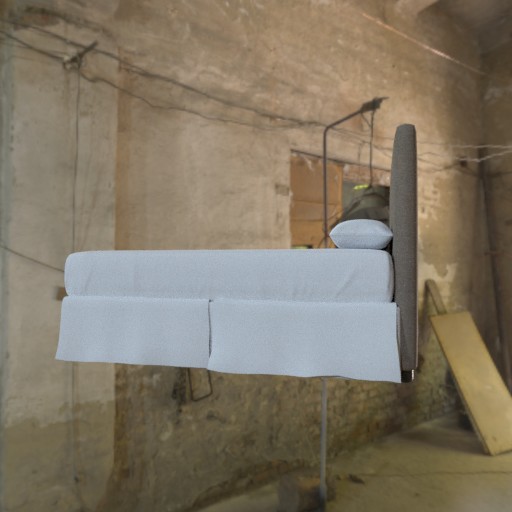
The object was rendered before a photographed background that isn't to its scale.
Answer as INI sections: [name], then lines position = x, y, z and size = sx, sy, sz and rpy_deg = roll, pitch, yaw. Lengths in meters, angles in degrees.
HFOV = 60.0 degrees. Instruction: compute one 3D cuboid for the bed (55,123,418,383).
[bed]
position = 0.000, 0.000, 3.245
size = 2.142, 1.330, 1.723
rpy_deg = 0, -1, 16
